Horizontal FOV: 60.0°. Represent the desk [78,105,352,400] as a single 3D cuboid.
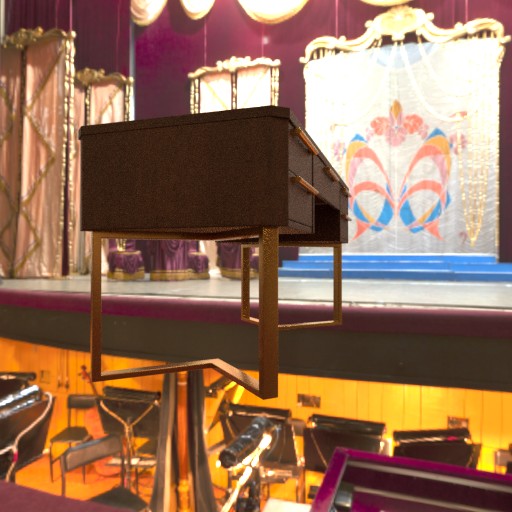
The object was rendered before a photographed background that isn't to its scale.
[{"bbox_3d":[0.000,0.000,1.915,0.684,0.762,1.479,0,0,18],"label":"desk"}]
